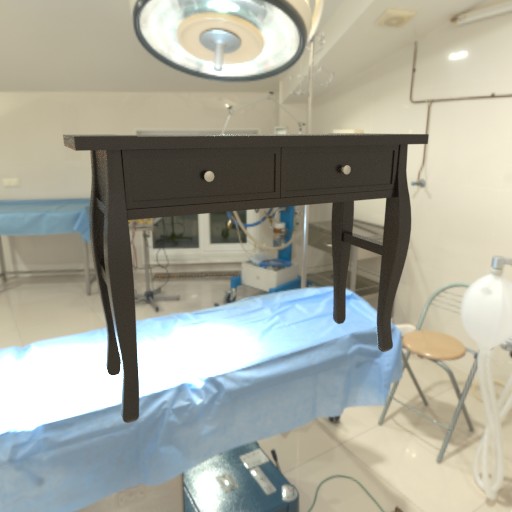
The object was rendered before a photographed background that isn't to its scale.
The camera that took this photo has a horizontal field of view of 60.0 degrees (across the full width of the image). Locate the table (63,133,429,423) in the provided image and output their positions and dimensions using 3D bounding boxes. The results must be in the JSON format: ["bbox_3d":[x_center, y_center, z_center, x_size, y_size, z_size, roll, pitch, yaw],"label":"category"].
[{"bbox_3d":[0.000,0.000,1.452,1.062,0.768,0.373,-8,18,-25],"label":"table"}]
